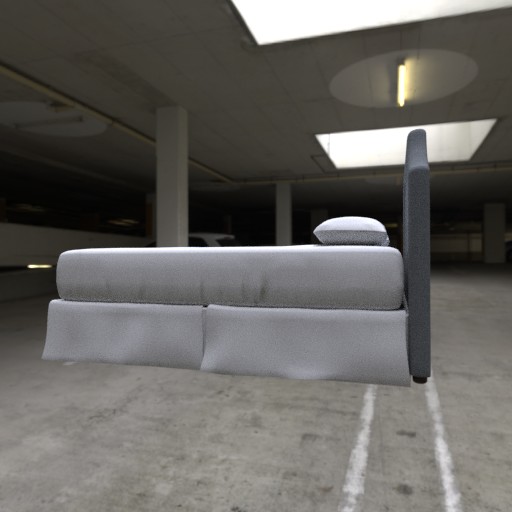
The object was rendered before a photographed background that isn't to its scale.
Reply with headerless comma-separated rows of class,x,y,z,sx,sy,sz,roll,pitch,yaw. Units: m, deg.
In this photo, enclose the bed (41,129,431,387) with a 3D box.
bed,0.000,0.000,3.241,2.259,1.296,1.811,0,-1,18
